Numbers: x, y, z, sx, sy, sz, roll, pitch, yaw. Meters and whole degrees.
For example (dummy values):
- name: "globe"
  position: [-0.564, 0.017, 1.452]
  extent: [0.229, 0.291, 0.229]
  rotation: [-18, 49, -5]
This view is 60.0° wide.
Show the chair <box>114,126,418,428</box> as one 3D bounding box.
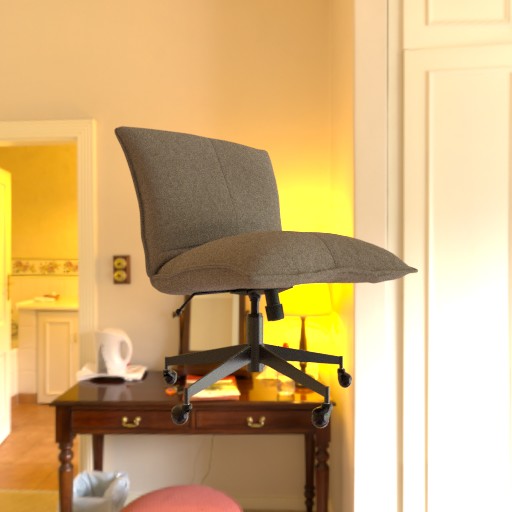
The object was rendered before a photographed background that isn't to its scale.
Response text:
- name: "chair"
  position: [0.000, 0.000, 1.272]
  extent: [0.597, 0.811, 0.696]
  rotation: [0, 0, -36]
